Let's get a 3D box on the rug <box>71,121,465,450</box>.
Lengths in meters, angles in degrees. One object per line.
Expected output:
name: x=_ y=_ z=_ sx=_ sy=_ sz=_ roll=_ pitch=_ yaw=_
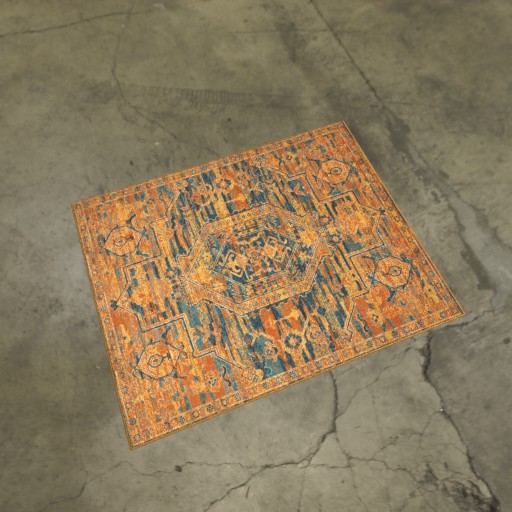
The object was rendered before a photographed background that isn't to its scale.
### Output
rug: x=0.000 y=0.000 z=4.185 sx=3.040 sy=0.031 sz=2.435 roll=-19 pitch=65 yaw=-9
